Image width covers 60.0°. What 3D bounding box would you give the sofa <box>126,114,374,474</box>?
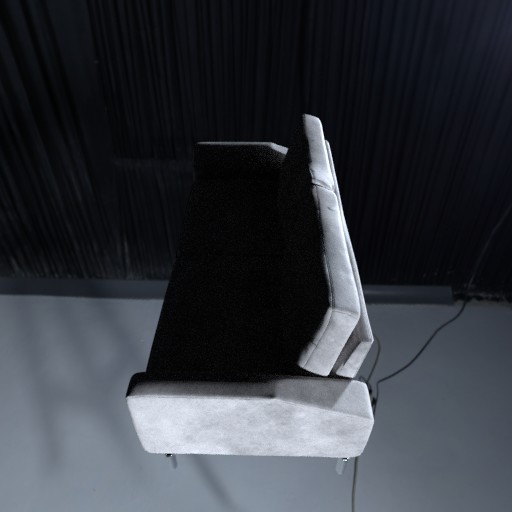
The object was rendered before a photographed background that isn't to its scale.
[{"bbox_3d":[0.000,0.000,2.231,0.849,0.859,1.837,1,40,1],"label":"sofa"}]
